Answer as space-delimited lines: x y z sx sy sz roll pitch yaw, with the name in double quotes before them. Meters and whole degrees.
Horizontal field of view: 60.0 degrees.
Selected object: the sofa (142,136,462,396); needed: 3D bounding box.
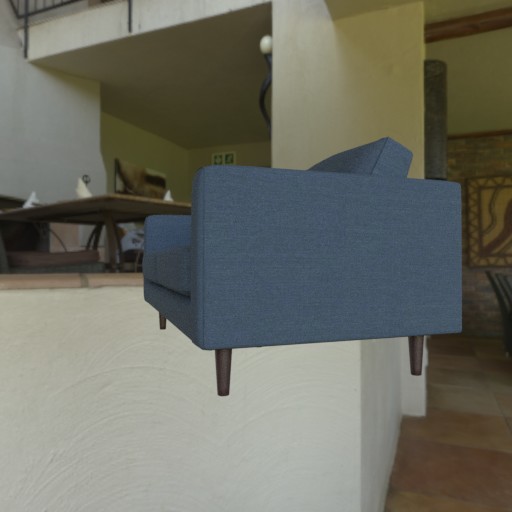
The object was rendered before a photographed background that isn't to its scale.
"sofa" 0.000 0.000 2.218 0.999 0.907 1.659 0 -1 -19
